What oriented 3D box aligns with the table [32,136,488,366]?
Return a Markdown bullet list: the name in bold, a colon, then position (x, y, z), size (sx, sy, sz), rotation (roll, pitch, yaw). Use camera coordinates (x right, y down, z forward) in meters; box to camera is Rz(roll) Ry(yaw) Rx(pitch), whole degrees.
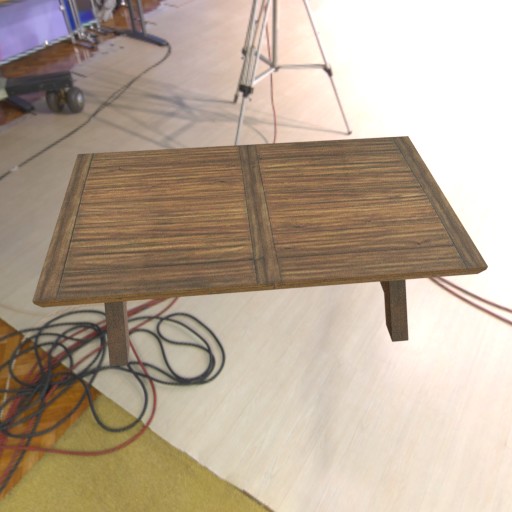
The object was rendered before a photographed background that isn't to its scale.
- **table**: position (0.000, 0.000, 2.553), size (1.966, 0.793, 1.071), rotation (-4, 47, -4)
